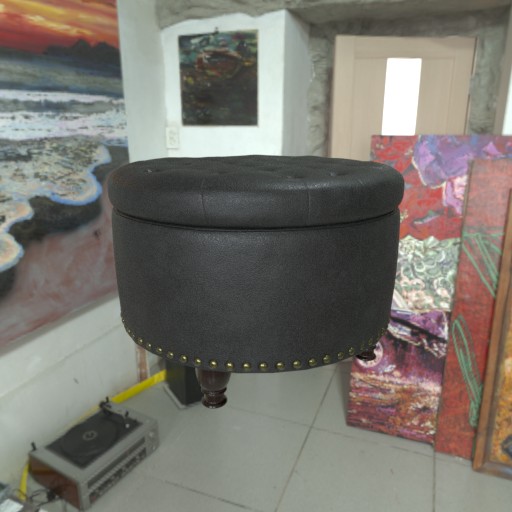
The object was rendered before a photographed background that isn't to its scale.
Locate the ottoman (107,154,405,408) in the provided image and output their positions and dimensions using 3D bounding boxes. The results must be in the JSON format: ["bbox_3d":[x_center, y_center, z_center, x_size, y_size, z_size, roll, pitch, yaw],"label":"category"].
[{"bbox_3d":[0.000,0.000,1.046,0.637,0.442,0.637,0,16,0],"label":"ottoman"}]
